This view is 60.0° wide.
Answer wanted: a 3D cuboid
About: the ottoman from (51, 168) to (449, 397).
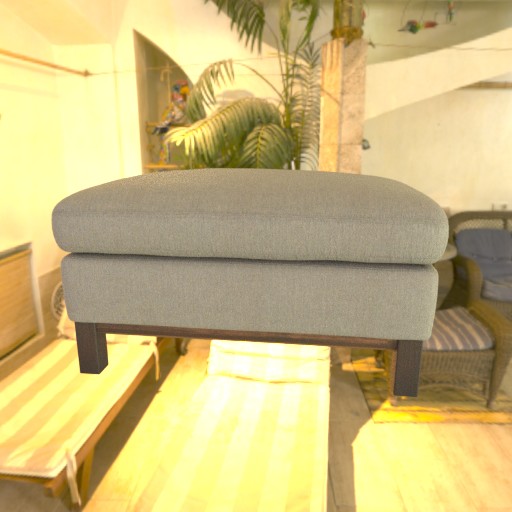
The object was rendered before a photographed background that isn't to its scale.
[{"bbox_3d":[0.000,0.000,1.041,0.735,0.404,0.528,2,15,7],"label":"ottoman"}]
